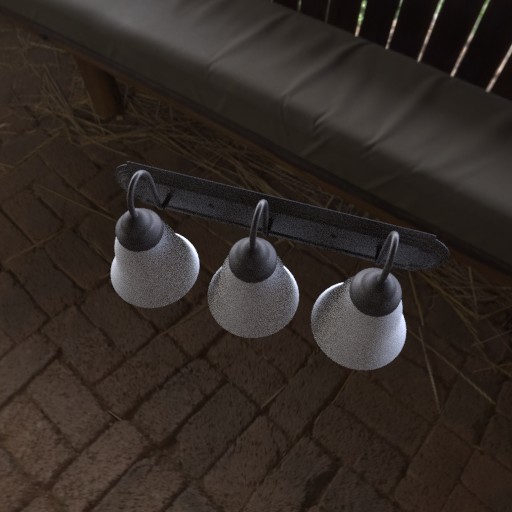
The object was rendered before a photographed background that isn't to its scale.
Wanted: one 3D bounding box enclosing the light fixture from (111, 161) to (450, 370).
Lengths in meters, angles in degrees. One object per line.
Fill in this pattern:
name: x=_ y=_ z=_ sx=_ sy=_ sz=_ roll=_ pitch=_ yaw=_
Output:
light fixture: x=0.000 y=0.000 z=0.715 sx=0.610 sy=0.222 sz=0.199 roll=15 pitch=61 yaw=8
